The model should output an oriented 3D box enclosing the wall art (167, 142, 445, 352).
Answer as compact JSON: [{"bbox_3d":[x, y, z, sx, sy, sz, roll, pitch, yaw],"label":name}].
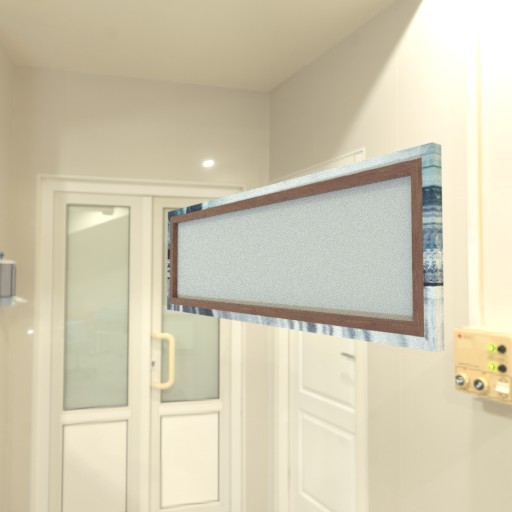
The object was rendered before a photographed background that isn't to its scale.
[{"bbox_3d":[0.000,0.000,1.697,0.037,0.509,1.524,2,-3,-36],"label":"wall art"}]
